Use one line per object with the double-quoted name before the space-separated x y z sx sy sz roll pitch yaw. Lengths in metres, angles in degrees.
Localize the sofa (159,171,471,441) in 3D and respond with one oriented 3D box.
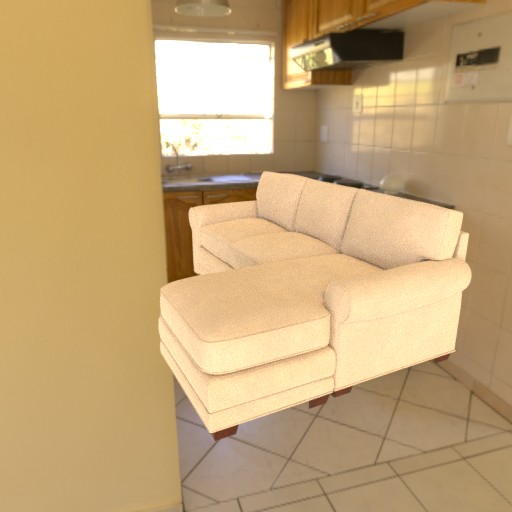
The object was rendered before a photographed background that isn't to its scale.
"sofa" 0.000 0.000 2.376 1.226 0.734 1.770 -9 19 -26
